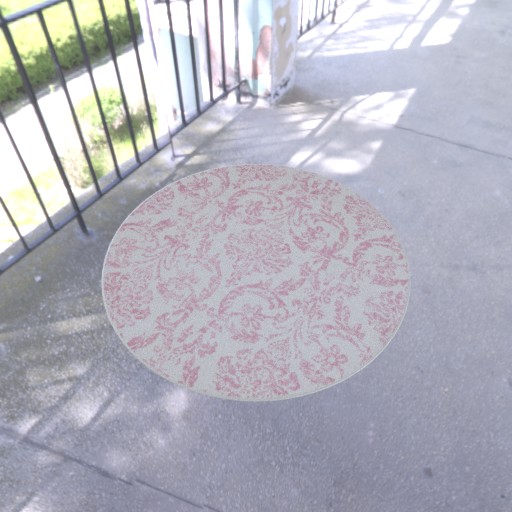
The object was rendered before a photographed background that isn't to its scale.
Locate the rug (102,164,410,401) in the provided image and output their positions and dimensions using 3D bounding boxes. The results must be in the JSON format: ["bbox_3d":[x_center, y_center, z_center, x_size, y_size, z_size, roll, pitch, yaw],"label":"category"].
[{"bbox_3d":[0.000,0.000,2.346,1.593,0.012,1.593,0,48,0],"label":"rug"}]
